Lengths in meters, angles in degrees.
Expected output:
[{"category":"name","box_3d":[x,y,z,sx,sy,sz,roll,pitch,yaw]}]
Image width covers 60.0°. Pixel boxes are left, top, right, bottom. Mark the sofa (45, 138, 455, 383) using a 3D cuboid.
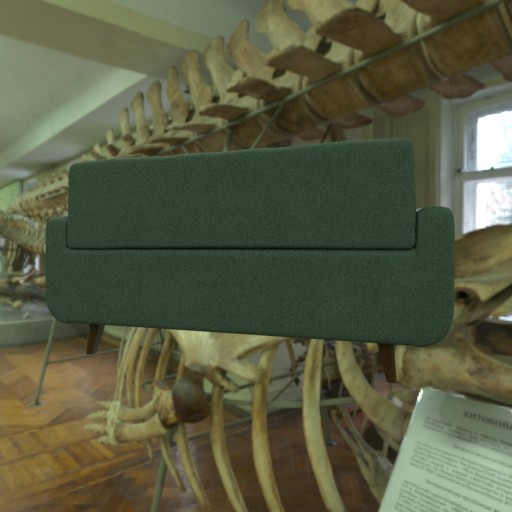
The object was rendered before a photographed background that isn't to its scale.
[{"category":"sofa","box_3d":[0.000,0.000,2.081,1.631,0.841,0.909,0,1,19]}]
